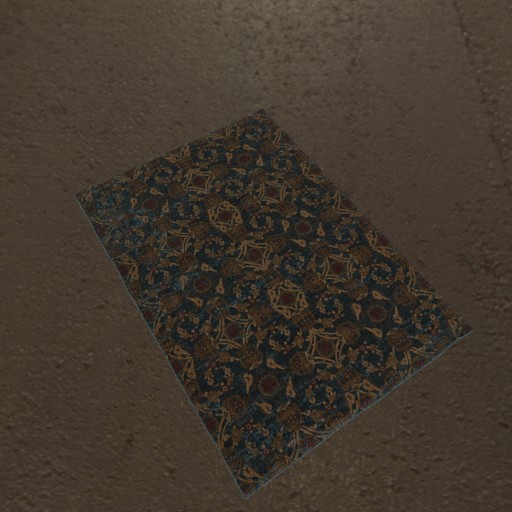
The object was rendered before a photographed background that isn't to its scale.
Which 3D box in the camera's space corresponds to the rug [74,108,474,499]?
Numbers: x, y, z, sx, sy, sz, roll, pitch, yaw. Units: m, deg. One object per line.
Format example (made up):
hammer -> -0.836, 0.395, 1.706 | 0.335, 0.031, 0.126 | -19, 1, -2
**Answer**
rug -> 0.000, 0.000, 4.190 | 2.337, 0.013, 3.291 | -29, 64, -16
